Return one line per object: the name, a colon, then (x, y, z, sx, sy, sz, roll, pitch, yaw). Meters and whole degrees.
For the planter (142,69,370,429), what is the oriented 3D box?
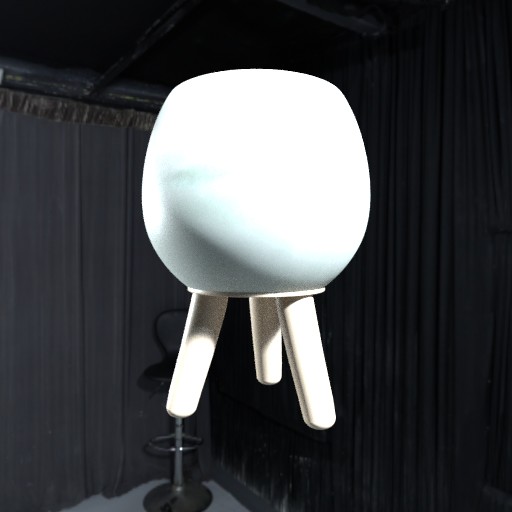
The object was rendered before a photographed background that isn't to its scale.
planter: (0.000, 0.000, 0.325, 0.161, 0.224, 0.161, 0, 2, 0)
